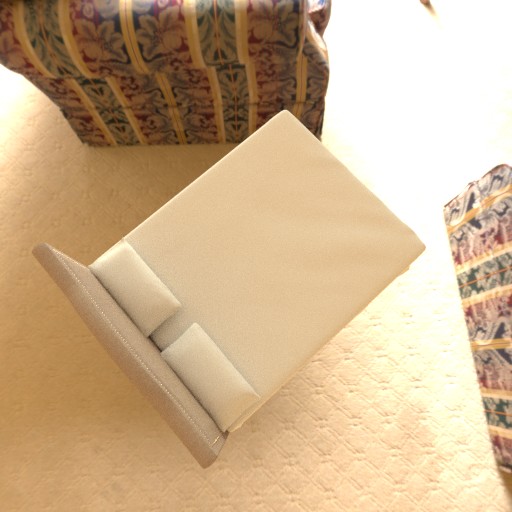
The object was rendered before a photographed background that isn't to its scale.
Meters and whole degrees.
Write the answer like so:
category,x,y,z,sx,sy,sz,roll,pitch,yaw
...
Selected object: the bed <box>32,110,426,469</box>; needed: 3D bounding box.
category,x,y,z,sx,sy,sz,roll,pitch,yaw
bed,0.000,0.000,3.412,2.282,1.436,1.821,-41,79,-9
